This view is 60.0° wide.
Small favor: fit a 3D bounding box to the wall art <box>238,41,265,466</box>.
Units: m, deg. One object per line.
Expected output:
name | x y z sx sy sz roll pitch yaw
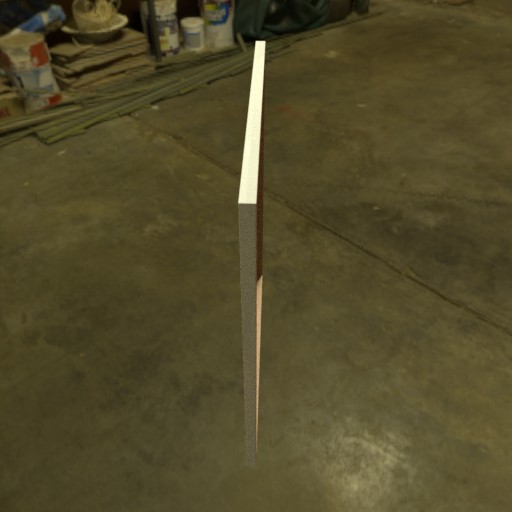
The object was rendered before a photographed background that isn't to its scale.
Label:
wall art | 0.000 0.000 0.975 0.021 0.710 0.609 1 42 1
